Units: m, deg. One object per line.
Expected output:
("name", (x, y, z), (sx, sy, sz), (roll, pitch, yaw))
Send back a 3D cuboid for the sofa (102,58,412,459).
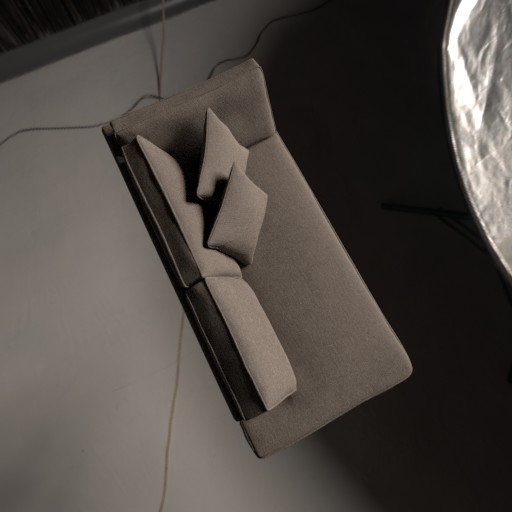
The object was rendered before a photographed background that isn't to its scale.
("sofa", (0.000, 0.000, 2.885), (1.110, 1.033, 2.237), (-26, 77, -7))
